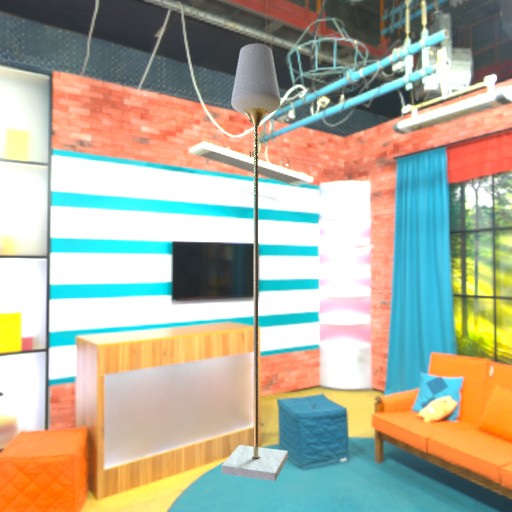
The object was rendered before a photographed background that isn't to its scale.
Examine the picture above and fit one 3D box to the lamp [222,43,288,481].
[{"bbox_3d":[0.000,0.000,1.941,0.232,1.813,0.229,0,-2,17],"label":"lamp"}]
